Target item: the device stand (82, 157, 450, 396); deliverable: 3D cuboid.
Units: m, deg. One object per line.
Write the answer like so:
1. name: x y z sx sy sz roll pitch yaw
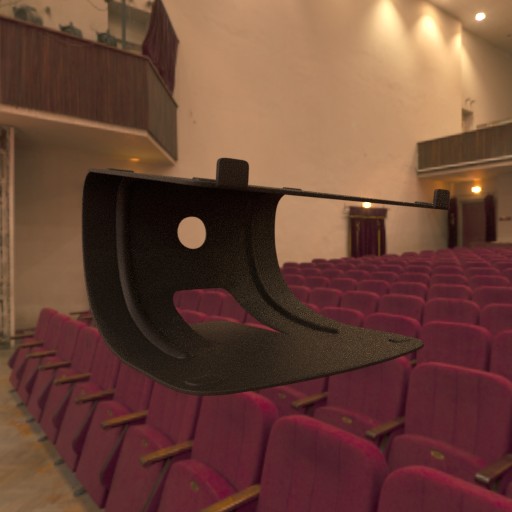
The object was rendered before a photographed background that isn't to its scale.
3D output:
1. device stand: 0.000 0.000 0.396 0.256 0.155 0.236 -1 1 -37
